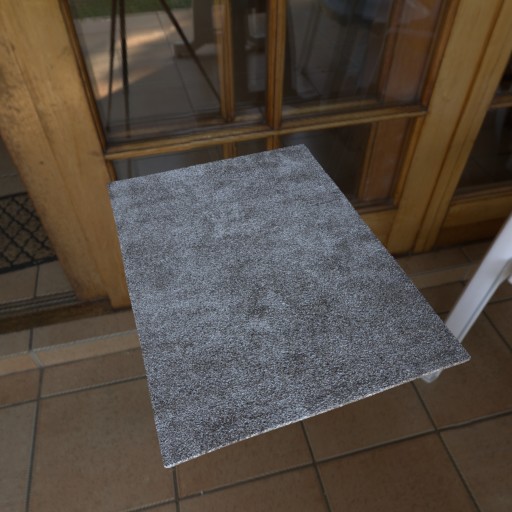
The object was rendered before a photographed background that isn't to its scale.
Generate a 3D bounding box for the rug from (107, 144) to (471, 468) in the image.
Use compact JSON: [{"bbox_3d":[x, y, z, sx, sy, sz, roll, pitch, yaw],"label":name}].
[{"bbox_3d":[0.000,0.000,2.097,1.198,0.025,1.601,-14,48,-13],"label":"rug"}]
